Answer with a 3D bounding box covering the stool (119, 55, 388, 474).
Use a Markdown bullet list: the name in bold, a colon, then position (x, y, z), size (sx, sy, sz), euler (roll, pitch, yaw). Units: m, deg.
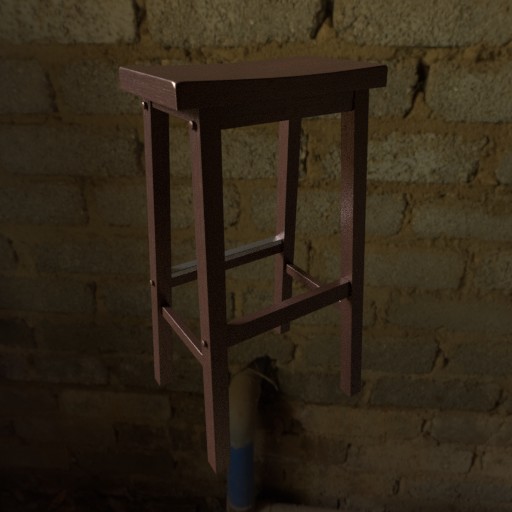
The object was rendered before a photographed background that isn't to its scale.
- **stool**: position (0.000, 0.000, 0.935), size (0.406, 0.742, 0.322), euler (-18, 33, -29)
